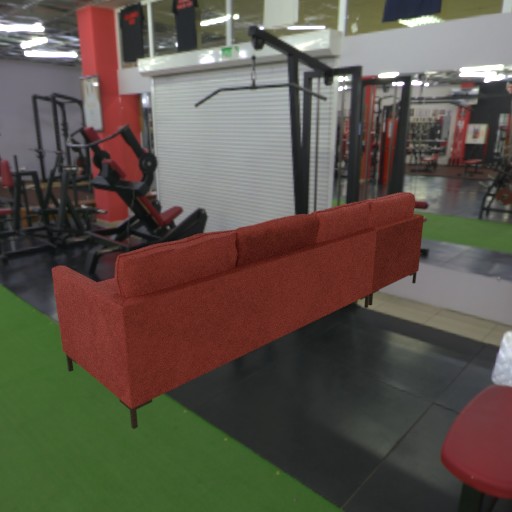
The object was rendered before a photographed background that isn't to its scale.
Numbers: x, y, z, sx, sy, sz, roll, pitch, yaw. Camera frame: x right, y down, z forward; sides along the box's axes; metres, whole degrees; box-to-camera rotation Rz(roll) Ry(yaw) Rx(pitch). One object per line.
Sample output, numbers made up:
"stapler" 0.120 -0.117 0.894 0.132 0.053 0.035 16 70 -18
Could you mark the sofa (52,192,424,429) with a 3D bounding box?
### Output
"sofa" 0.000 0.000 3.931 3.400 0.967 1.500 -16 23 -43
